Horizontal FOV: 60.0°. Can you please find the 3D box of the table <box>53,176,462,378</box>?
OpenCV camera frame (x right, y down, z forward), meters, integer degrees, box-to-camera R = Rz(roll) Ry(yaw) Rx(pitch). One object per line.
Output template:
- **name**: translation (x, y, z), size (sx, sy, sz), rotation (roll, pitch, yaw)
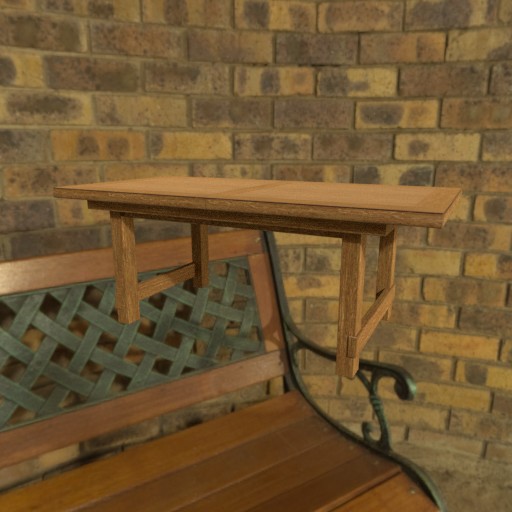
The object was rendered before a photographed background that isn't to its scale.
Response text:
- **table**: translation (0.000, 0.000, 2.491), size (1.982, 0.762, 1.000), rotation (7, 16, 27)
